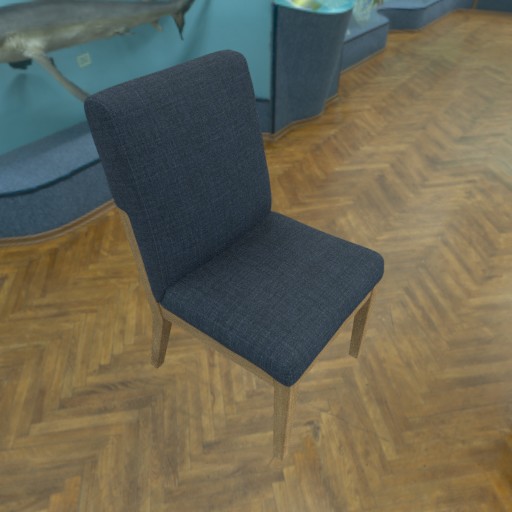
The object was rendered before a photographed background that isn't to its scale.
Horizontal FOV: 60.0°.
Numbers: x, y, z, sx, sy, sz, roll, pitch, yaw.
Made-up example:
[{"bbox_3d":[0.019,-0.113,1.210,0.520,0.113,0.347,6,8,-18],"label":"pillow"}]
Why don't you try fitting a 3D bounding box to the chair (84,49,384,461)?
[{"bbox_3d":[0.000,0.000,1.232,0.586,0.911,0.507,26,46,28],"label":"chair"}]
